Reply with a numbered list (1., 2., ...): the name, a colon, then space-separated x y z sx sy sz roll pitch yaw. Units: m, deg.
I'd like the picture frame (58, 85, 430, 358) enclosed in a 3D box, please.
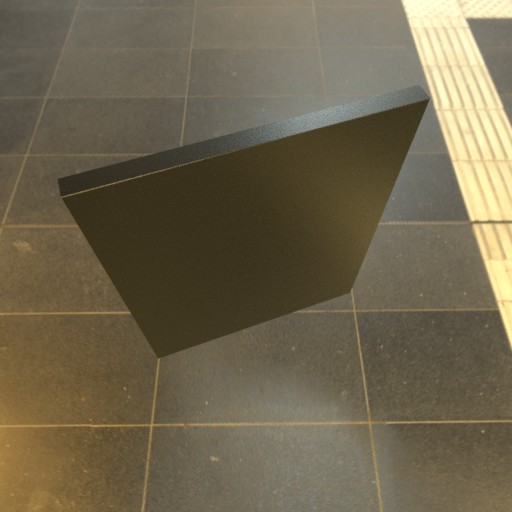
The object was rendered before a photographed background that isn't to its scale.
1. picture frame: 0.000 0.000 0.766 0.460 0.556 0.028 -17 61 -10
